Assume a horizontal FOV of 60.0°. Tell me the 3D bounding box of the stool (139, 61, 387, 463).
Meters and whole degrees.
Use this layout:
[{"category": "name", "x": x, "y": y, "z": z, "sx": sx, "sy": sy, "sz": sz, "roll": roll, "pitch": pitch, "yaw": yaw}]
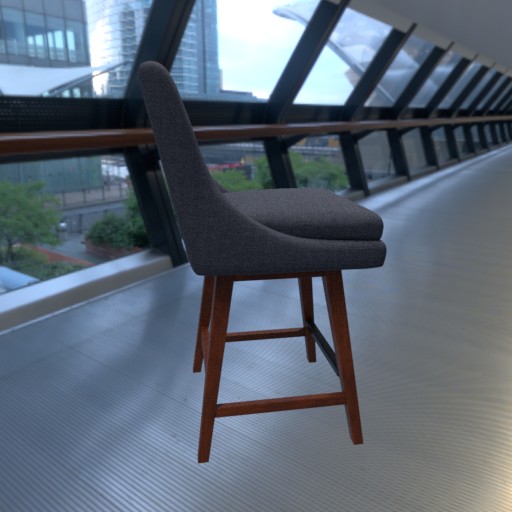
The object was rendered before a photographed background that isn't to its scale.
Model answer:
[{"category": "stool", "x": 0.000, "y": 0.000, "z": 1.164, "sx": 0.524, "sy": 0.895, "sz": 0.467, "roll": -3, "pitch": 17, "yaw": -9}]
